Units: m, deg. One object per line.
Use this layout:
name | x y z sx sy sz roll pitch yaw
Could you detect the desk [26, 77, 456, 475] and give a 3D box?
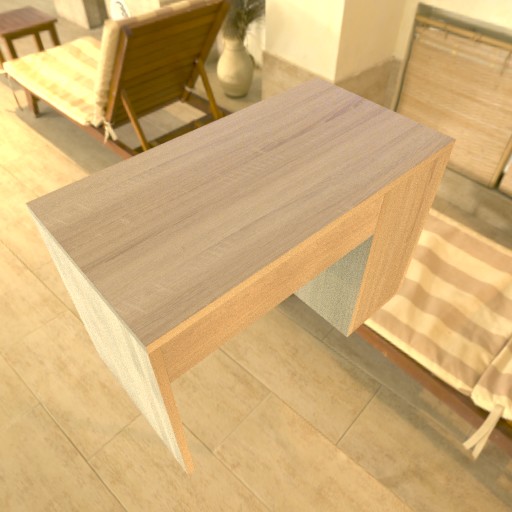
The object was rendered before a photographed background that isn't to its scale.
desk | 0.000 0.000 1.516 1.100 0.731 0.600 -33 54 -27
